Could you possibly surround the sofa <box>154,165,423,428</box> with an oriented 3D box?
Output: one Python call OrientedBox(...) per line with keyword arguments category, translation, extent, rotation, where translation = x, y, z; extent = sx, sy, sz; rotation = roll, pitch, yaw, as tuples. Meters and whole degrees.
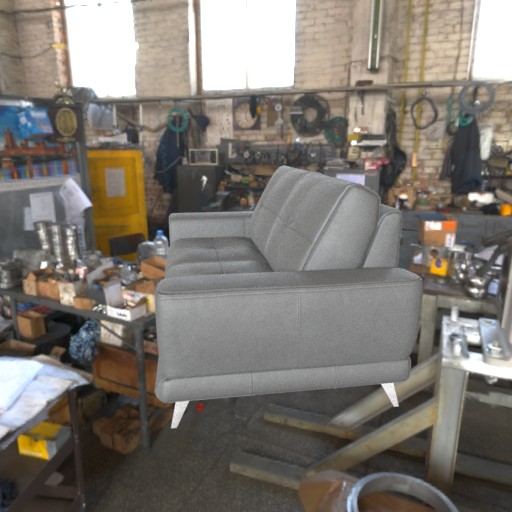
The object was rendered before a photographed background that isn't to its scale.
OrientedBox(category="sofa", translation=(0.000, 0.000, 2.432), extent=(1.018, 0.907, 1.806), rotation=(-2, 15, -9))
